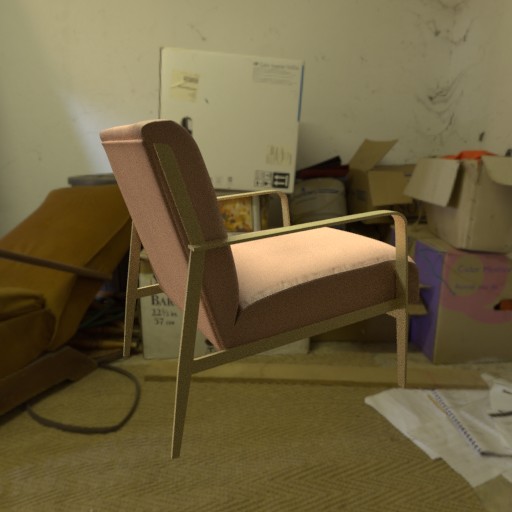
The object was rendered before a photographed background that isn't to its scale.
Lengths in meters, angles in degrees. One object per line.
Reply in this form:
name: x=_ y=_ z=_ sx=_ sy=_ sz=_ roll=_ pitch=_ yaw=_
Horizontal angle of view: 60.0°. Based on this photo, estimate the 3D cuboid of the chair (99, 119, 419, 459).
chair: x=0.000 y=0.000 z=1.459 sx=0.848 sy=0.823 sz=0.701 roll=-7 pitch=16 yaw=-26
